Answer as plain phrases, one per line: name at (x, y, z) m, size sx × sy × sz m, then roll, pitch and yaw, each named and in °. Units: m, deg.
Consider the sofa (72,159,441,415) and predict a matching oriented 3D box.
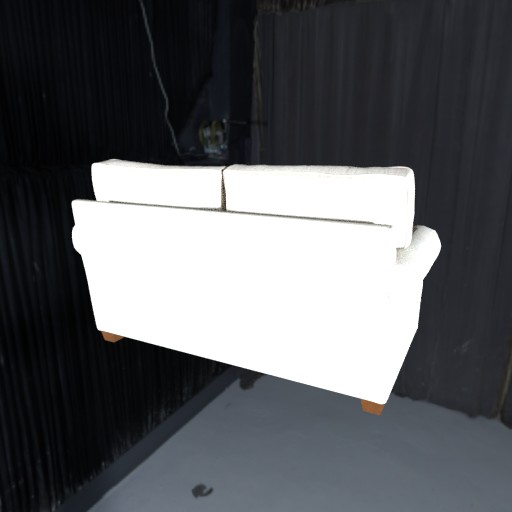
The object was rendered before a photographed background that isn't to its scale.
sofa at (0.000, 0.000, 2.290) m, size 1.701 × 0.966 × 0.966 m, roll 7°, pitch 16°, yaw 27°
